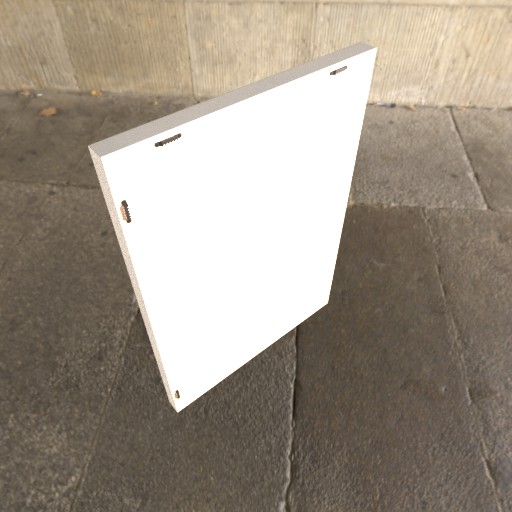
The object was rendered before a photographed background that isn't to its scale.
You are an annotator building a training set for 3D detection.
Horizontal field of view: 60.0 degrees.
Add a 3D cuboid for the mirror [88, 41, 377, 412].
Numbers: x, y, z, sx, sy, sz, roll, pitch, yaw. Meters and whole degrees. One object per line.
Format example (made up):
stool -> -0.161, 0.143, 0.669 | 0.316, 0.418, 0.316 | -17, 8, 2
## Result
mirror -> 0.000, 0.000, 0.906 | 0.507, 0.710, 0.040 | -31, 54, -26
